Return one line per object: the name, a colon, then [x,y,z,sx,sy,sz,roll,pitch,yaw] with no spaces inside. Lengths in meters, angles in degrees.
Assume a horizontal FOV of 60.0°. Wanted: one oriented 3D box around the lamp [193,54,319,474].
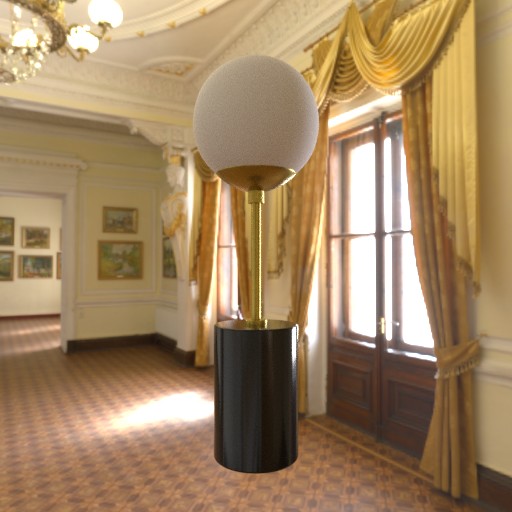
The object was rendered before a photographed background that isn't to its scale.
lamp: [0.000,0.000,0.541,0.153,0.480,0.153,0,-1,0]
